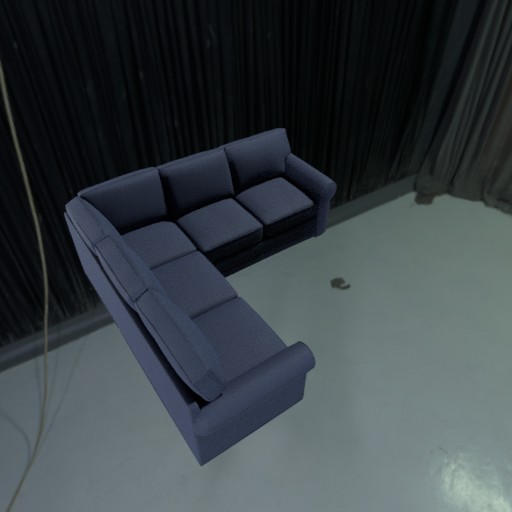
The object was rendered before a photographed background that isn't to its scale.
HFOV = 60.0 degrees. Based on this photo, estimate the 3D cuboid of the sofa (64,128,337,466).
[{"bbox_3d":[0.000,0.000,4.022,2.562,1.042,2.487,-25,47,-25],"label":"sofa"}]
